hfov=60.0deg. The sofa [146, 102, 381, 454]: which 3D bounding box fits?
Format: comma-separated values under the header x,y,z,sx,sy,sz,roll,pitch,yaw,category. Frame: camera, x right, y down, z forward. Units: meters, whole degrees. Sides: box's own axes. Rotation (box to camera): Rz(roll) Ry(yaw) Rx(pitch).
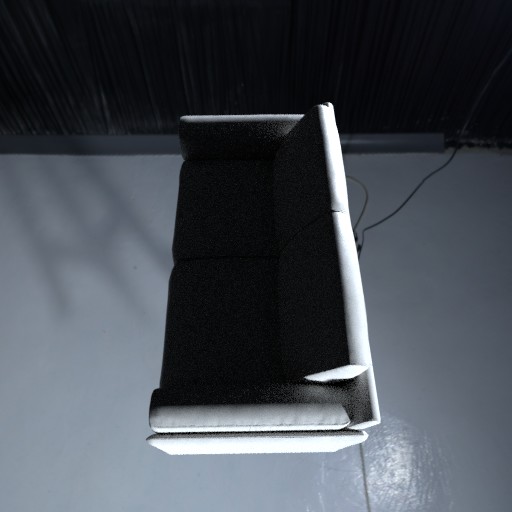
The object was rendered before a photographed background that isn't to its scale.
x,y,z,sx,sy,sz,roll,pitch,yaw,category
0.000,0.000,2.630,1.049,0.930,2.101,-1,59,0,sofa
